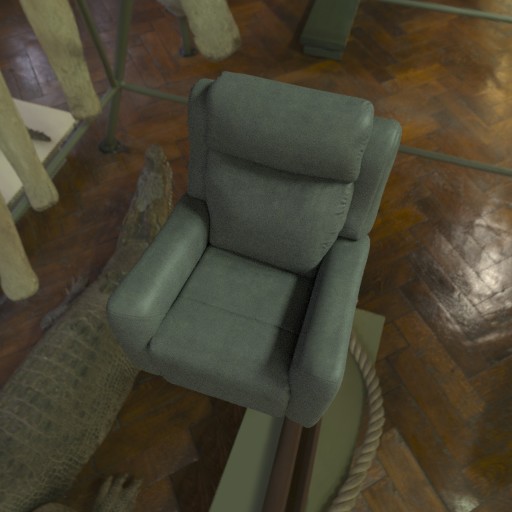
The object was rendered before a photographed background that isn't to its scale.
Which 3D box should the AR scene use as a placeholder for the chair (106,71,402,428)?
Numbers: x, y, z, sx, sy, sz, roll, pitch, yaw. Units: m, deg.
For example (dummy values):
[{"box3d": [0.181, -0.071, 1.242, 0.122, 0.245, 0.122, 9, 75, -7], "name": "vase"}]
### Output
[{"box3d": [0.000, 0.000, 1.949, 0.965, 1.116, 1.068, 16, 60, 10], "name": "chair"}]
